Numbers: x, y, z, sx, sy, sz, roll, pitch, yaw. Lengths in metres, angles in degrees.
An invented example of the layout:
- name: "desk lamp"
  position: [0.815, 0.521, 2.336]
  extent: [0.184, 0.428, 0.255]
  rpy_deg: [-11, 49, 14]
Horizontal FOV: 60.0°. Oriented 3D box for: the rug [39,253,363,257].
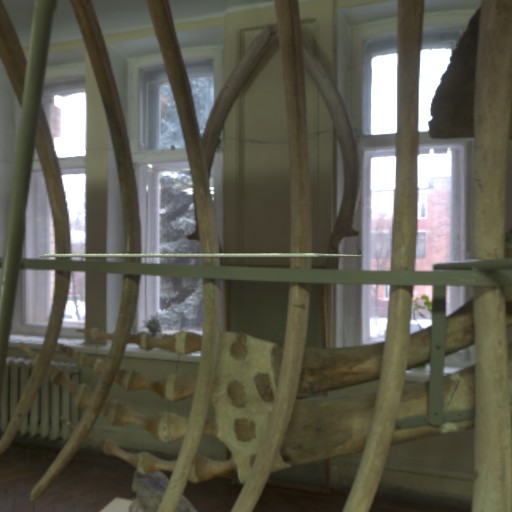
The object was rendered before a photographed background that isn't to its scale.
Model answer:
- name: "rug"
  position: [0.000, 0.000, 1.444]
  extent: [0.604, 0.007, 1.219]
  rpy_deg: [0, 0, 17]
